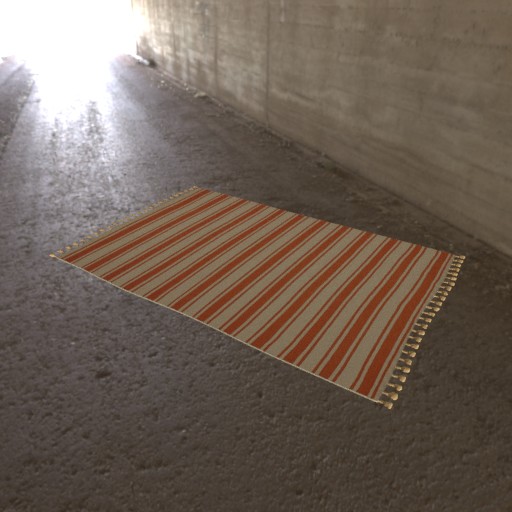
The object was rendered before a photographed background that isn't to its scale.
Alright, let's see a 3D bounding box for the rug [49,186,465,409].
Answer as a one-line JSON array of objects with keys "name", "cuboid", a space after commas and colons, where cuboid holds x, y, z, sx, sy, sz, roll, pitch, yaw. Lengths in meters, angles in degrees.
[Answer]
[{"name": "rug", "cuboid": [0.000, 0.000, 3.043, 2.433, 0.022, 1.556, 18, 35, 28]}]
